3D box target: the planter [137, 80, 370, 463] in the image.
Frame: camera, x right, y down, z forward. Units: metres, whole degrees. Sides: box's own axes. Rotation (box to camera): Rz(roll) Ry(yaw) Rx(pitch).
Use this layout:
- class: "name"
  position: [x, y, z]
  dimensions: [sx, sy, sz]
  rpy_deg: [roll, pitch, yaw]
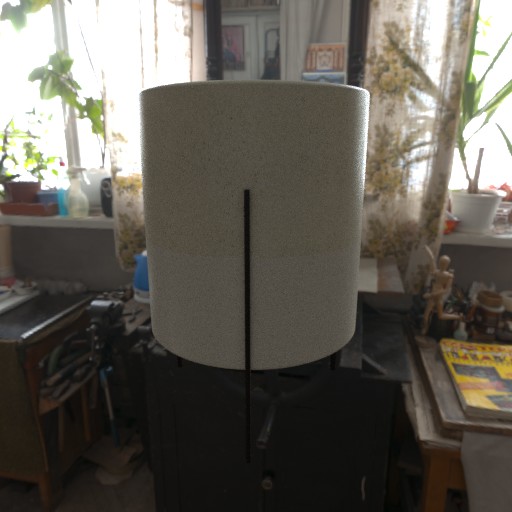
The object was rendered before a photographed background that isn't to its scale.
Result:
- class: "planter"
  position: [0.000, 0.000, 0.697]
  dimensions: [0.333, 0.483, 0.324]
  rpy_deg: [-8, 17, -27]
